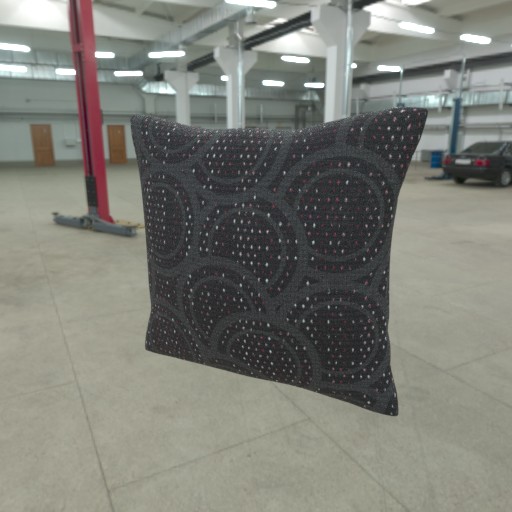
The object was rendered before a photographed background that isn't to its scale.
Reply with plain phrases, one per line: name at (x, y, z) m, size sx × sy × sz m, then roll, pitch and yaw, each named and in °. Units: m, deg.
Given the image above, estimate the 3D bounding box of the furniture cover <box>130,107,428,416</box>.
furniture cover at (0.000, 0.000, 0.819) m, size 0.552 × 0.509 × 0.193 m, roll 7°, pitch 17°, yaw 25°
